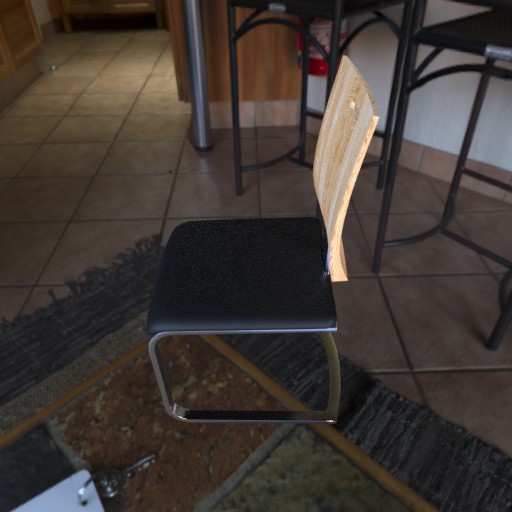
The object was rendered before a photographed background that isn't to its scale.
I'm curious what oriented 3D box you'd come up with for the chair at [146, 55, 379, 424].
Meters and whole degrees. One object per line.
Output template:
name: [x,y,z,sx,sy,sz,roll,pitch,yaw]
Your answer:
chair: [0.000,0.000,1.212,0.560,0.936,0.462,0,39,0]
